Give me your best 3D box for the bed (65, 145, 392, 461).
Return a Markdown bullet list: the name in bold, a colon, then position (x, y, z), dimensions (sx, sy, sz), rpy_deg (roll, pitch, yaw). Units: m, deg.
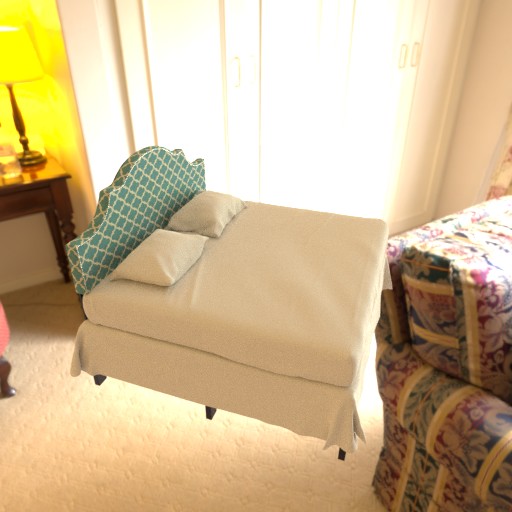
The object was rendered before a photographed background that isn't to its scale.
- **bed**: position (0.000, 0.000, 3.656), dimensions (2.222, 1.601, 2.314), rpy_deg (10, 32, 17)
